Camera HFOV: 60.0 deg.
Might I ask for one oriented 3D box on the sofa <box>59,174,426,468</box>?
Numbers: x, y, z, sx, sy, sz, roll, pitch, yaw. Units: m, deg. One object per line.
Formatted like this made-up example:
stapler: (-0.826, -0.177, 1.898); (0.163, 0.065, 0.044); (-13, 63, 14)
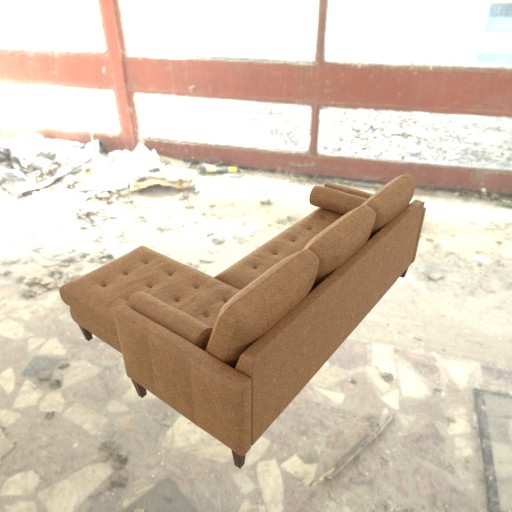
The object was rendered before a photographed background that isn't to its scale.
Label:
sofa: (0.000, 0.000, 2.985); (1.506, 0.876, 2.178); (21, 37, 31)
